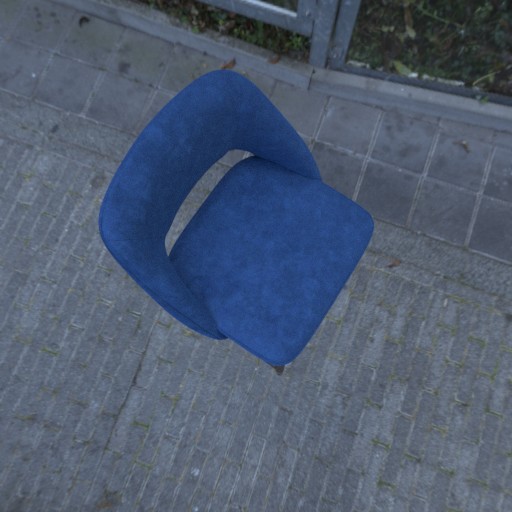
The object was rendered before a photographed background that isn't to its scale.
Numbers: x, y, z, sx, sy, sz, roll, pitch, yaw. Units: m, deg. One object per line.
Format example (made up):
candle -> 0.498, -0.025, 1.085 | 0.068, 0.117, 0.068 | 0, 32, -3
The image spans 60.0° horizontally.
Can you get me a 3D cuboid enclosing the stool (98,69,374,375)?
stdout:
stool -> 0.000, 0.000, 1.259 | 0.524, 0.925, 0.536 | 33, 78, 8
